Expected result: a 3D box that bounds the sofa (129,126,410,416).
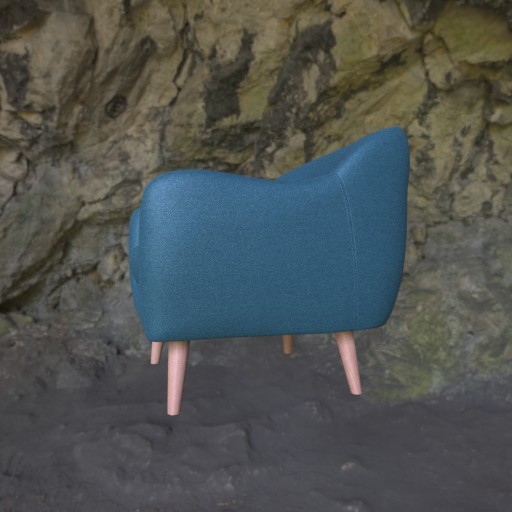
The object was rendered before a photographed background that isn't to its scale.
[{"bbox_3d":[0.000,0.000,1.510,0.825,0.817,0.836,0,1,-18],"label":"sofa"}]
